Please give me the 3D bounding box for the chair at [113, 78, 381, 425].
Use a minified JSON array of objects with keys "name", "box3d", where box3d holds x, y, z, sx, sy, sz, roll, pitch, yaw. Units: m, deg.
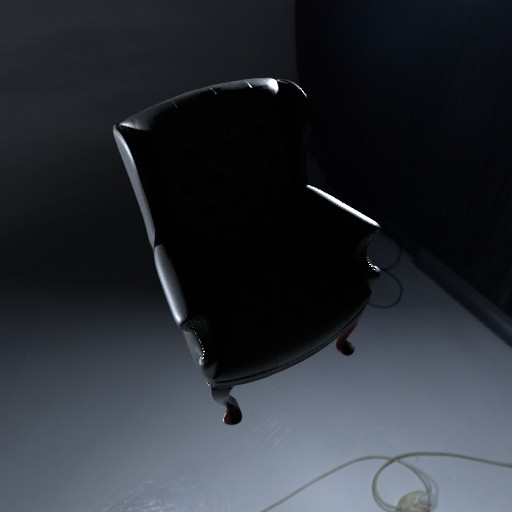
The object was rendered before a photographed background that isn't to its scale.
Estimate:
[{"name":"chair","box3d":[0.000,0.000,1.726,0.838,1.111,0.762,-24,50,-22]}]
